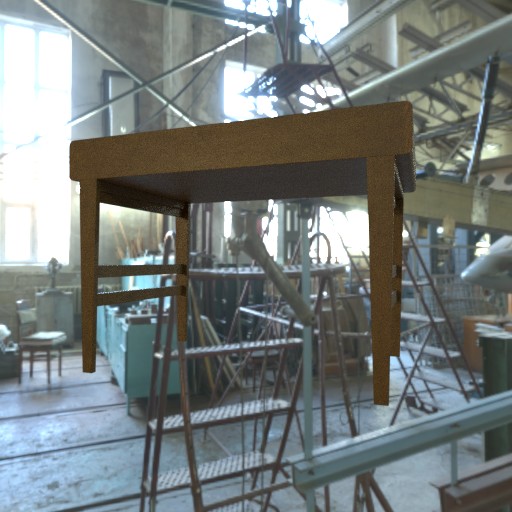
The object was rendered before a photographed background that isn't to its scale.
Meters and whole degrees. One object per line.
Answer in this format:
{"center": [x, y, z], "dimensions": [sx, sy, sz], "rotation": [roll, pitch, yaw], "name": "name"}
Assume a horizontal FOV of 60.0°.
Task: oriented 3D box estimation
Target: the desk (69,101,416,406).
{"center": [0.000, 0.000, 1.578], "dimensions": [1.066, 0.754, 0.660], "rotation": [0, -1, 20], "name": "desk"}
